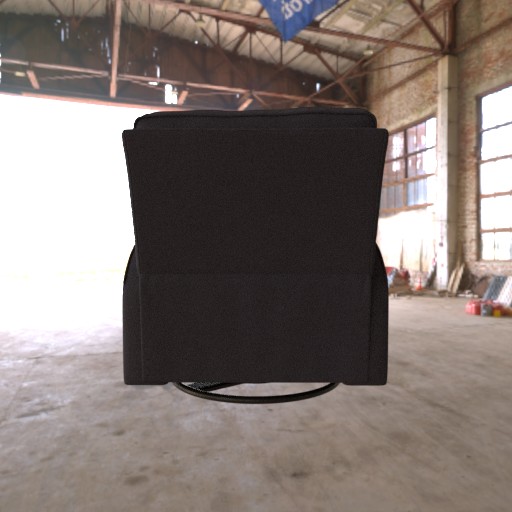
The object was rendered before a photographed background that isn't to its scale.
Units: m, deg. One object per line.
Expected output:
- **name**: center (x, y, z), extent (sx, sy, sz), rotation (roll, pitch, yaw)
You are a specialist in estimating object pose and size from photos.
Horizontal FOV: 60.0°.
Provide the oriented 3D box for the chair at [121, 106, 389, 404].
- **chair**: center (0.000, 0.000, 1.701), extent (0.861, 0.962, 0.964), rotation (0, 1, 0)
